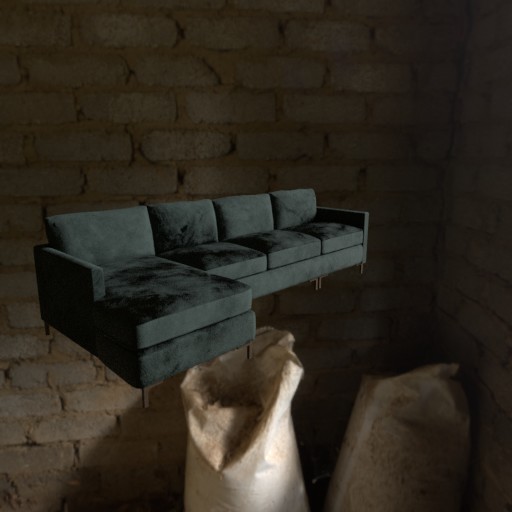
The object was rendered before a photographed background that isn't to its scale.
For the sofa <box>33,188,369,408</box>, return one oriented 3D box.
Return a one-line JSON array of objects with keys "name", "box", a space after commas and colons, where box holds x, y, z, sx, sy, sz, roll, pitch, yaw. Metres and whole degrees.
[{"name": "sofa", "box": [0.000, 0.000, 4.052, 1.500, 0.967, 3.400, 13, 19, 43]}]
